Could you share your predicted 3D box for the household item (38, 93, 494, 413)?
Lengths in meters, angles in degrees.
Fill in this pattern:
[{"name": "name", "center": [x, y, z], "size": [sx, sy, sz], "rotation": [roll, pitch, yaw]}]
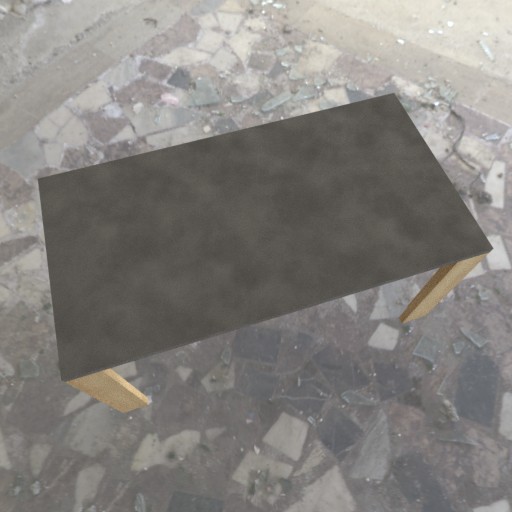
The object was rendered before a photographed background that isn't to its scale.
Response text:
[{"name": "household item", "center": [0.000, 0.000, 2.072], "size": [1.600, 0.755, 0.850], "rotation": [-16, 64, -8]}]
